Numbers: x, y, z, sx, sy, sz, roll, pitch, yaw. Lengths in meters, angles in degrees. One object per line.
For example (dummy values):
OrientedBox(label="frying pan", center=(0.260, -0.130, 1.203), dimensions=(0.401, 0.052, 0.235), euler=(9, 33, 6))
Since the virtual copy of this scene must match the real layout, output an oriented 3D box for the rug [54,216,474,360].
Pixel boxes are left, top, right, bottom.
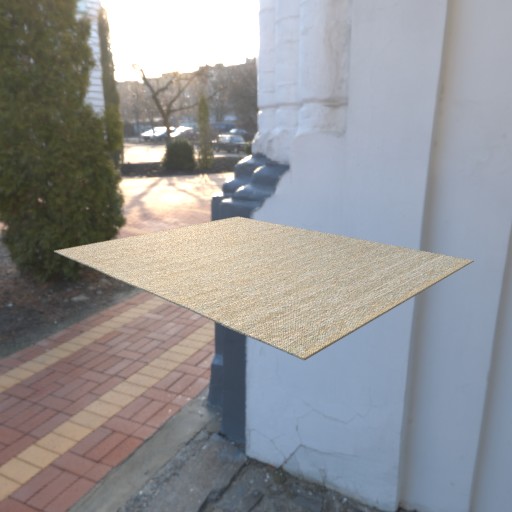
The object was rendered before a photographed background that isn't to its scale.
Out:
OrientedBox(label="rug", center=(0.000, 0.000, 4.107), dimensions=(3.034, 0.012, 2.471), euler=(15, 21, 42))
